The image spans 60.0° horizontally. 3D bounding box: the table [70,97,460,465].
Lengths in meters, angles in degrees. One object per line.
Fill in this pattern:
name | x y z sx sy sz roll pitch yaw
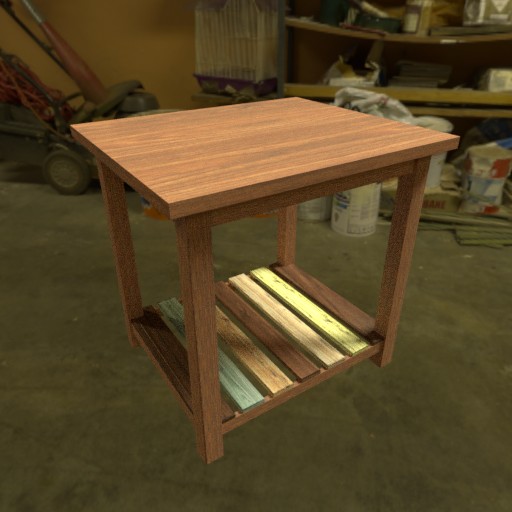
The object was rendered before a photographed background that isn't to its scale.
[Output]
table | 0.000 0.000 1.133 0.660 0.635 0.559 -18 34 -29
